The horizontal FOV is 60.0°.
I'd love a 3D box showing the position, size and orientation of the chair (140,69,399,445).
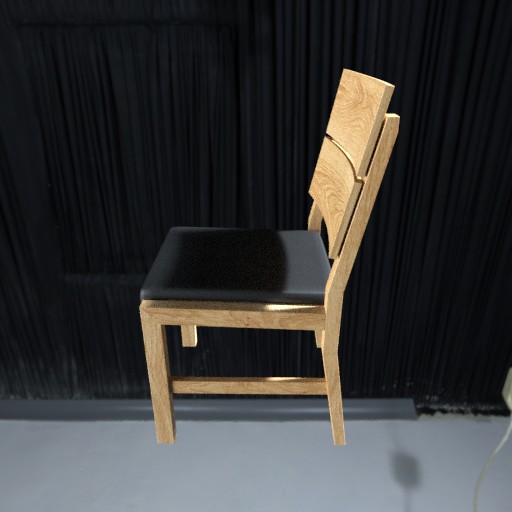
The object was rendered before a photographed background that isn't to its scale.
[{"bbox_3d":[0.000,0.000,1.254,0.569,0.950,0.475,0,26,1],"label":"chair"}]
